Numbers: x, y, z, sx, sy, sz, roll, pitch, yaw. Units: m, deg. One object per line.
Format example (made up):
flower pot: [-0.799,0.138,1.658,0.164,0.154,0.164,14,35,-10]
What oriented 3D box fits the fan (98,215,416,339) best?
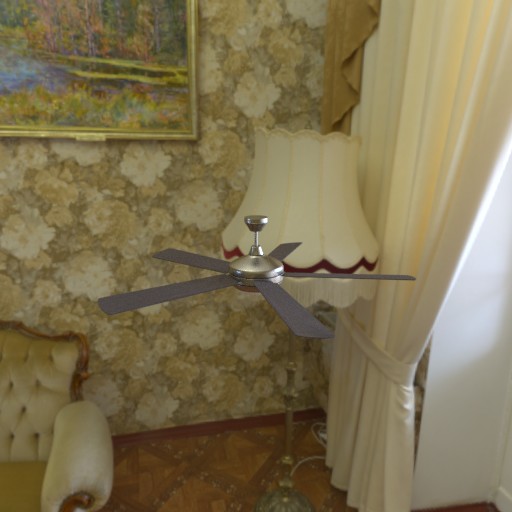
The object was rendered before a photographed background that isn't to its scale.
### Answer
fan: [0.000,0.000,2.003,1.321,0.356,1.321,8,16,28]
